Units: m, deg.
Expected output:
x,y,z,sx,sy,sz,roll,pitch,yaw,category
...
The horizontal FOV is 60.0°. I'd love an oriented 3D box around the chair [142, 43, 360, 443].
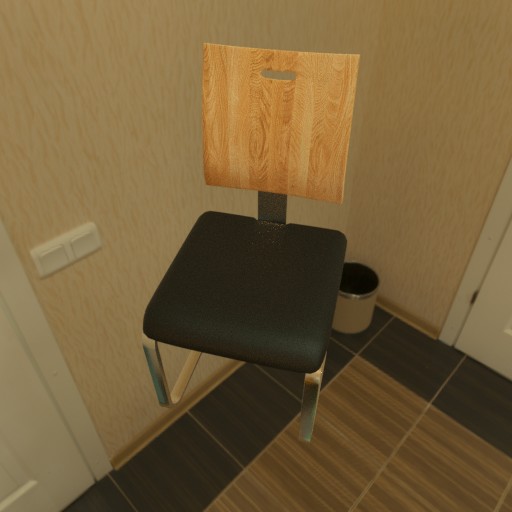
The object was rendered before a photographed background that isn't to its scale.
x,y,z,sx,sy,sz,roll,pitch,yaw,category
0.000,0.000,1.190,0.462,0.936,0.560,10,41,11,chair
